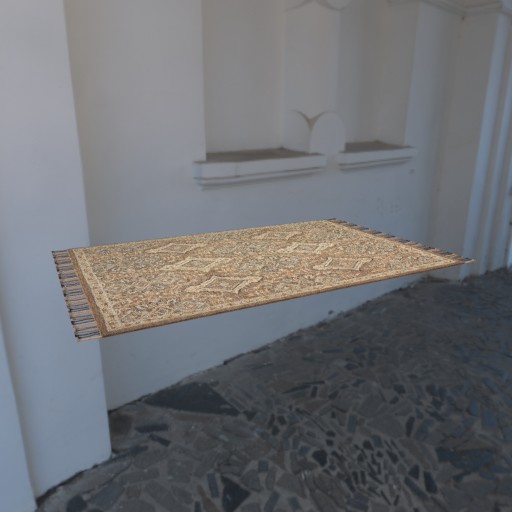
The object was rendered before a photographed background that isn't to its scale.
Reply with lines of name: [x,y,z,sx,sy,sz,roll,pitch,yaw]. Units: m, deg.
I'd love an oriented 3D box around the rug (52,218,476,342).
rug: [0.000,0.000,2.988,2.434,0.010,1.516,-8,19,-26]
